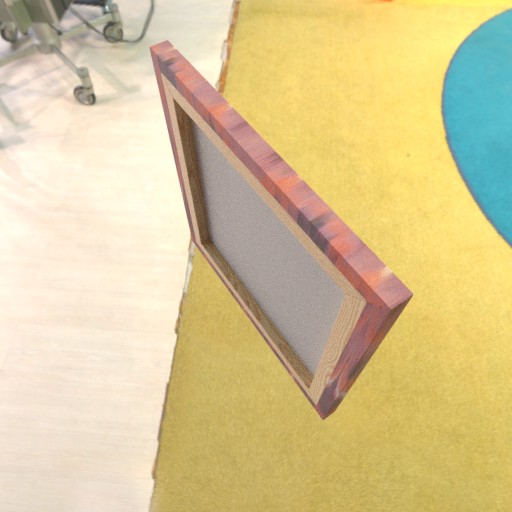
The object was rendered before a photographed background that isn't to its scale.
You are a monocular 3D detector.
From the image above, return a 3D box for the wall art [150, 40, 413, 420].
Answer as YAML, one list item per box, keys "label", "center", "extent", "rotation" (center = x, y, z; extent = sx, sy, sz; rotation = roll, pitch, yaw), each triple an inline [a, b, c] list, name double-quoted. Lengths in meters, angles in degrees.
- label: "wall art"
  center: [0.000, 0.000, 0.901]
  extent: [0.037, 0.609, 0.603]
  rotation: [-30, 63, -17]
